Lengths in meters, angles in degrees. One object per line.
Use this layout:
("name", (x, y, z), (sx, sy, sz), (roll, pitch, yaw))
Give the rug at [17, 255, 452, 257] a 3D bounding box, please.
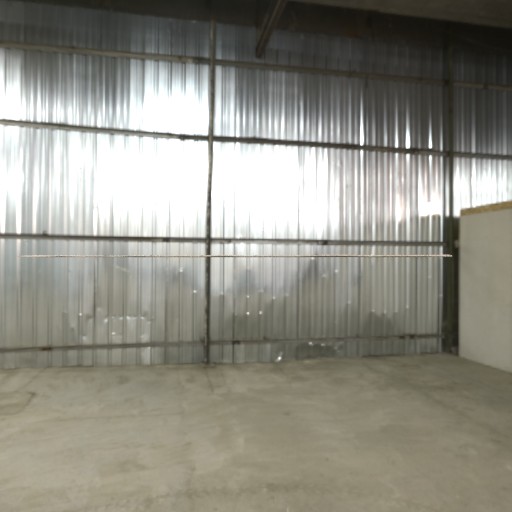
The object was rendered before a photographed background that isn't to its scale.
("rug", (0.000, 0.000, 4.071), (3.061, 0.022, 2.468), (0, 0, 17))
